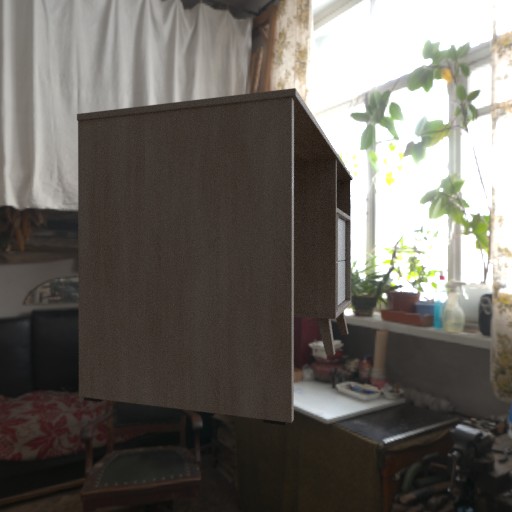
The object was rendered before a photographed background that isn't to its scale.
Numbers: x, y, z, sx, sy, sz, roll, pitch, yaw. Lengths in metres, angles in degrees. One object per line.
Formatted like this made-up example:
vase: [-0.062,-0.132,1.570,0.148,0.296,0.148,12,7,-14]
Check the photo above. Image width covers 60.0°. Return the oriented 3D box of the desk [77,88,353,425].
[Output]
desk: [0.000,0.000,1.691,0.600,0.770,1.251,0,1,18]
